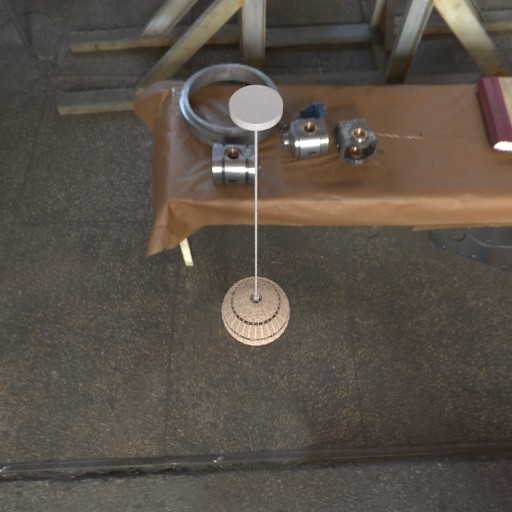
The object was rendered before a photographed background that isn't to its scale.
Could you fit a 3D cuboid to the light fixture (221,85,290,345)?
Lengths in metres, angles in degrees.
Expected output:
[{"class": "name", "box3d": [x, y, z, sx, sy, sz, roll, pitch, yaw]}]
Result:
[{"class": "light fixture", "box3d": [0.000, 0.000, 2.262, 0.457, 2.019, 0.457, -32, 67, -16]}]
